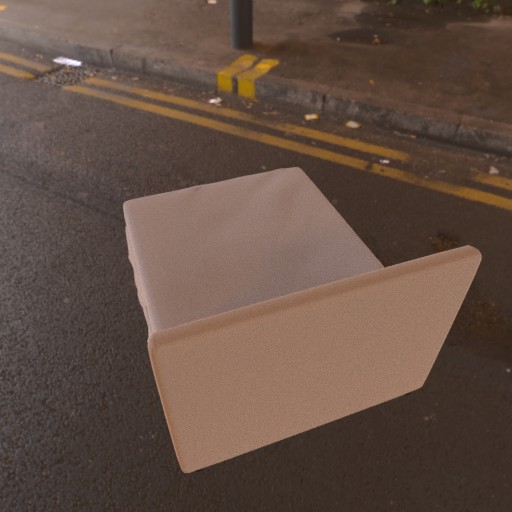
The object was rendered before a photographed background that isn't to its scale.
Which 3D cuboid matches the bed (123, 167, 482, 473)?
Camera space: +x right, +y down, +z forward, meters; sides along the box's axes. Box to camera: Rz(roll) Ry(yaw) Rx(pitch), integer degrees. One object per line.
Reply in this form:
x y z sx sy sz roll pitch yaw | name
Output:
0.000 0.000 3.166 1.748 1.330 2.142 -14 44 -15 | bed
